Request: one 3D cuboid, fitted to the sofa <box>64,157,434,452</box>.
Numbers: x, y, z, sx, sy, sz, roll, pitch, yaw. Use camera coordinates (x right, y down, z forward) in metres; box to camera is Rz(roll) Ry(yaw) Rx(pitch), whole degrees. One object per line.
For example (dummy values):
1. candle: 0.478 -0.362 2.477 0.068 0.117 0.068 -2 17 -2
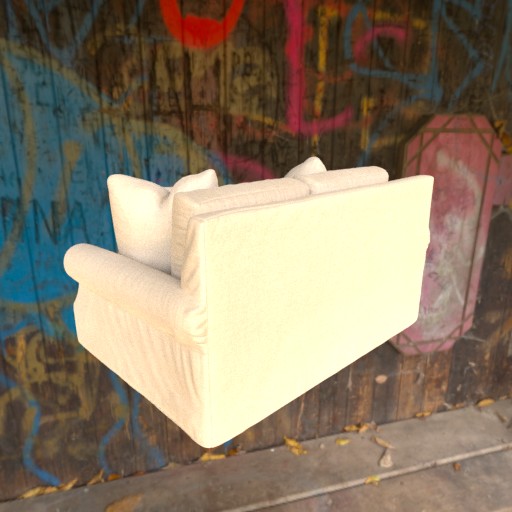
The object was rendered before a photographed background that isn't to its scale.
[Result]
1. sofa: 0.000 0.000 2.152 1.550 0.905 1.070 -16 23 -42
